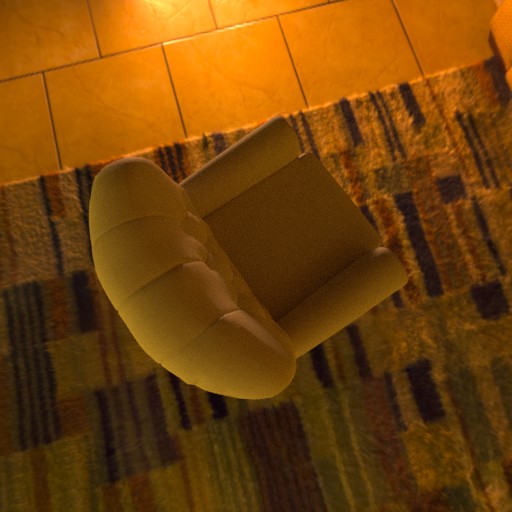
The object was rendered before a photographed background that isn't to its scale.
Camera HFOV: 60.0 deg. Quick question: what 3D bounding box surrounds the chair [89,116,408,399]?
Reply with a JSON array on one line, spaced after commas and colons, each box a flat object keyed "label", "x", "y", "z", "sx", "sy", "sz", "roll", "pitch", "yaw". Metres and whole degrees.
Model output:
[{"label": "chair", "x": 0.000, "y": 0.000, "z": 2.053, "sx": 1.132, "sy": 1.169, "sz": 1.035, "roll": -35, "pitch": 79, "yaw": -8}]
